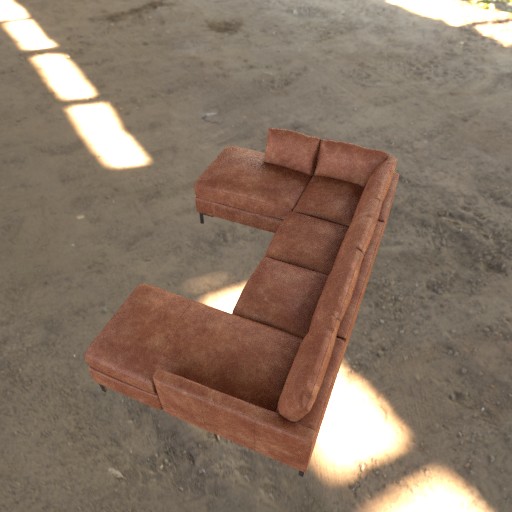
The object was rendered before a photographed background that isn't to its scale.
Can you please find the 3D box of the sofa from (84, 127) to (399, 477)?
[{"bbox_3d":[0.000,0.000,3.903,1.939,0.900,2.956,16,47,16],"label":"sofa"}]
